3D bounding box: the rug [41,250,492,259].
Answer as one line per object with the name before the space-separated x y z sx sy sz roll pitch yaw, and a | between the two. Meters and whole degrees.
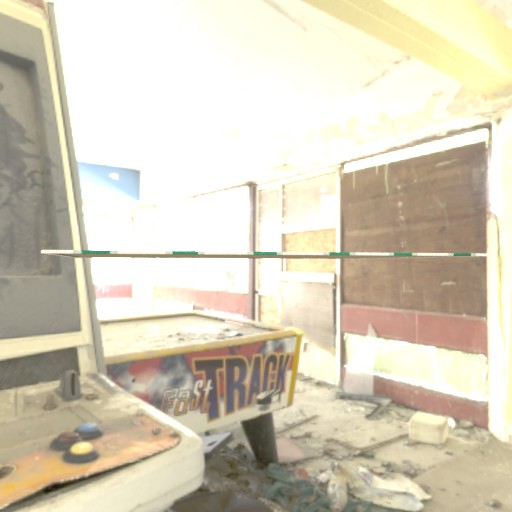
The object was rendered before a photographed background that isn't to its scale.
rug | 0.000 0.000 2.276 1.829 0.012 1.210 0 -1 -17
